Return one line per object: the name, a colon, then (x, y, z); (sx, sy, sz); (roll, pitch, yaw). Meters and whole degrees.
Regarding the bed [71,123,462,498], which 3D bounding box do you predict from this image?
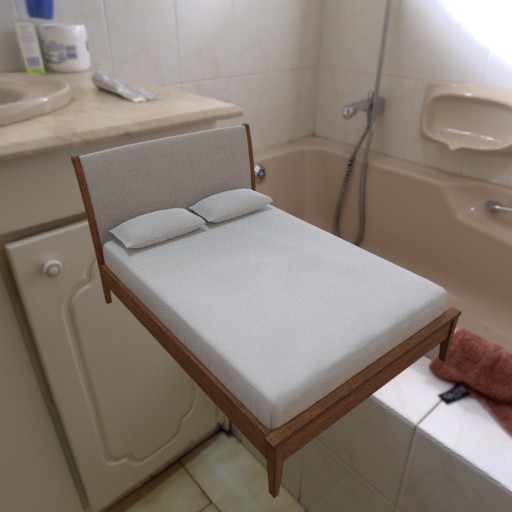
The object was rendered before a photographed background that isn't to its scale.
bed: (0.000, 0.000, 2.888); (1.502, 1.135, 2.108); (-22, 36, -33)
